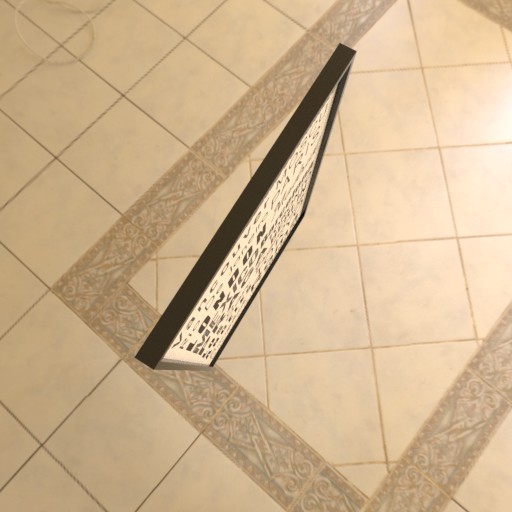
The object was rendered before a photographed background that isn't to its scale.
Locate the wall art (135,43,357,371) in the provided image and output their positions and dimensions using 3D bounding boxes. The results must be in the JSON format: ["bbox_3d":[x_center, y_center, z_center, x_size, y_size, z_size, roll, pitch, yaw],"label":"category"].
[{"bbox_3d":[0.000,0.000,1.393,0.043,1.046,0.788,30,77,7],"label":"wall art"}]
